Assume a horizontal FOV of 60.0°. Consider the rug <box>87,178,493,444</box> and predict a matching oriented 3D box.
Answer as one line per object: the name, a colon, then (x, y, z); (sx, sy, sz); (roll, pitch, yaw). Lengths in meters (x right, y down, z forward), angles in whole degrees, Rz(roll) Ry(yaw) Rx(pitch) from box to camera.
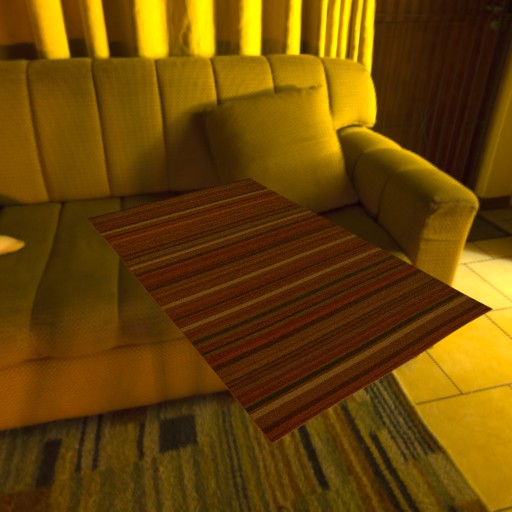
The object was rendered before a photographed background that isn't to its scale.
rug: (0.000, 0.000, 2.956); (1.523, 0.008, 2.438); (-19, 36, -29)
